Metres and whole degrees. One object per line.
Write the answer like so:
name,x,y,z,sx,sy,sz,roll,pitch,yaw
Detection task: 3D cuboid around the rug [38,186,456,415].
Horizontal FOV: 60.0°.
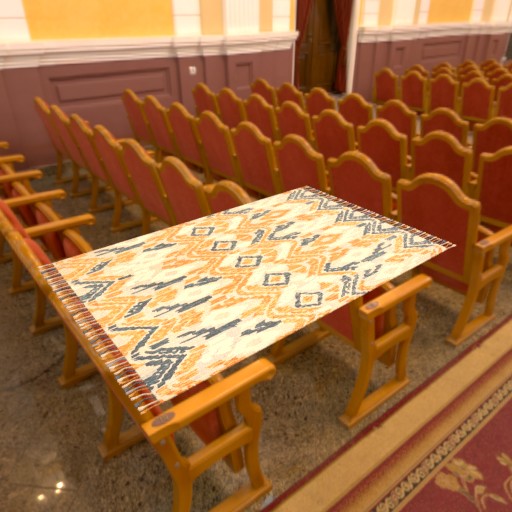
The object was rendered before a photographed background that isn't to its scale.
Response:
rug,0.000,0.000,3.017,2.428,0.010,1.533,-21,36,-33
